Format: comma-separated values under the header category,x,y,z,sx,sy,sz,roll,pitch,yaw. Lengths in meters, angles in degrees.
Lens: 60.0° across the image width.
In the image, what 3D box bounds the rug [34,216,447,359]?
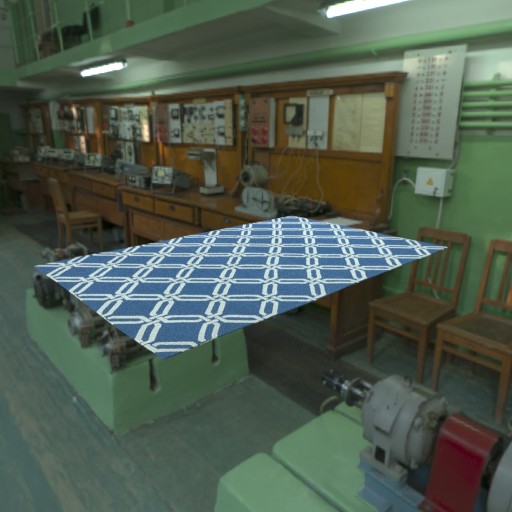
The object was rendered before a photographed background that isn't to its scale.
category,x,y,z,sx,sy,sz,roll,pitch,yaw
rug,0.000,0.000,2.210,1.755,0.010,1.153,-15,22,-40
